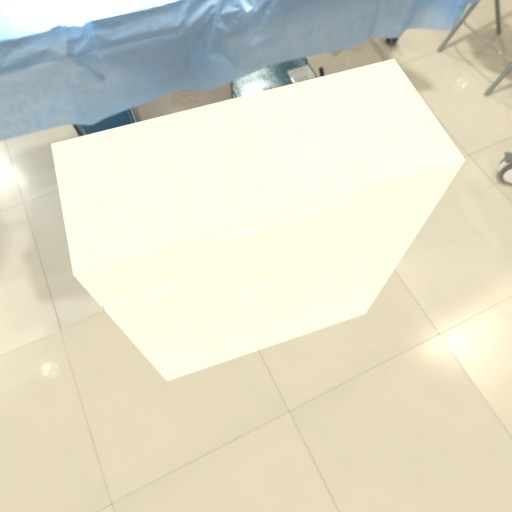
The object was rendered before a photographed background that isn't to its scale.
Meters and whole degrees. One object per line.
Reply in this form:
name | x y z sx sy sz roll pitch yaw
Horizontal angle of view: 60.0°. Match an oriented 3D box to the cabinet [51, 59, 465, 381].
cabinet | 0.000 0.000 1.679 1.000 1.190 0.400 -17 64 -8
